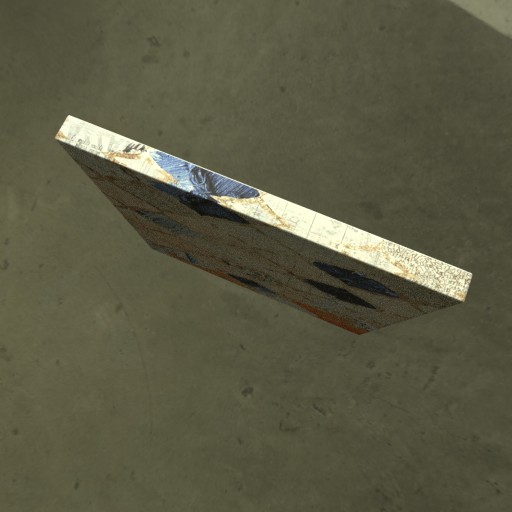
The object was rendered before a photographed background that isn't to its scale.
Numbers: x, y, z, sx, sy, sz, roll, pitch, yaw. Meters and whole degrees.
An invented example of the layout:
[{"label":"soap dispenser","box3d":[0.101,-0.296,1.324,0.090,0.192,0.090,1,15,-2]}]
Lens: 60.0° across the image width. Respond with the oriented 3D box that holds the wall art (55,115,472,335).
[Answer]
[{"label":"wall art","box3d":[0.000,0.000,0.753,0.507,0.508,0.038,22,77,5]}]
